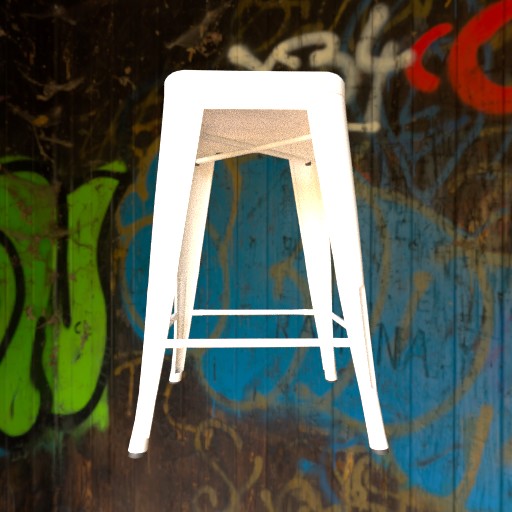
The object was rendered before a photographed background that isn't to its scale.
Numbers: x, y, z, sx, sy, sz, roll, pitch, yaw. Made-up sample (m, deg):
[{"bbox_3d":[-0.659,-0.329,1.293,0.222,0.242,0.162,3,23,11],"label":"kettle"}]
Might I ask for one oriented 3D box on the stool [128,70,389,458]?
[{"bbox_3d":[0.000,0.000,0.877,0.406,0.610,0.406,0,0,-2],"label":"stool"}]
